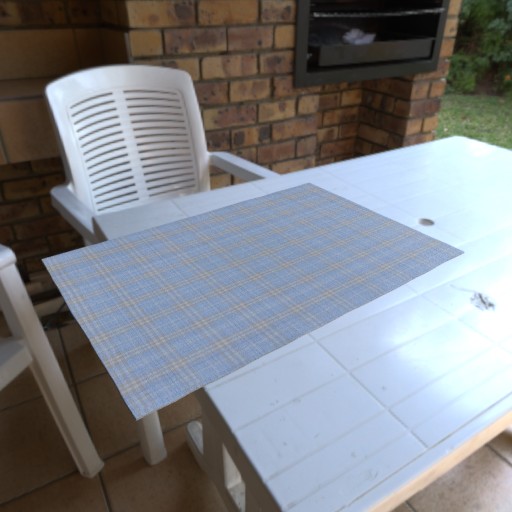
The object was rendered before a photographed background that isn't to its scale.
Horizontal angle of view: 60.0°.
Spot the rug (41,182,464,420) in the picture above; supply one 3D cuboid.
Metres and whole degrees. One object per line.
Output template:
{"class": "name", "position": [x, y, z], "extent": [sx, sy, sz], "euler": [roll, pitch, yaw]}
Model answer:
{"class": "rug", "position": [0.000, 0.000, 2.297], "extent": [1.835, 0.012, 1.231], "euler": [-20, 36, -30]}
